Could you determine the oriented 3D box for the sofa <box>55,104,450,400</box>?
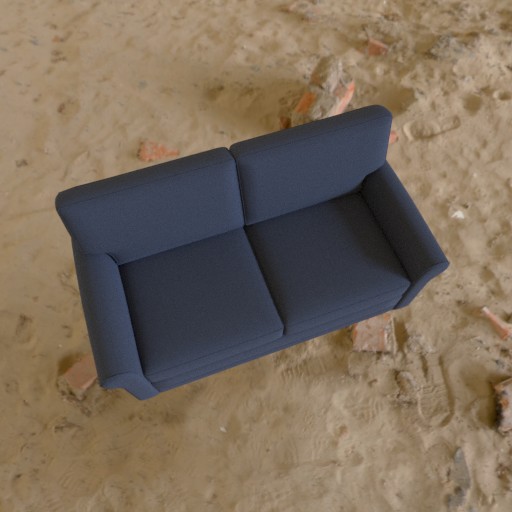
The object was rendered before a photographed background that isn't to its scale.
[{"bbox_3d":[0.000,0.000,2.548,1.930,1.020,0.940,-18,64,-9],"label":"sofa"}]
